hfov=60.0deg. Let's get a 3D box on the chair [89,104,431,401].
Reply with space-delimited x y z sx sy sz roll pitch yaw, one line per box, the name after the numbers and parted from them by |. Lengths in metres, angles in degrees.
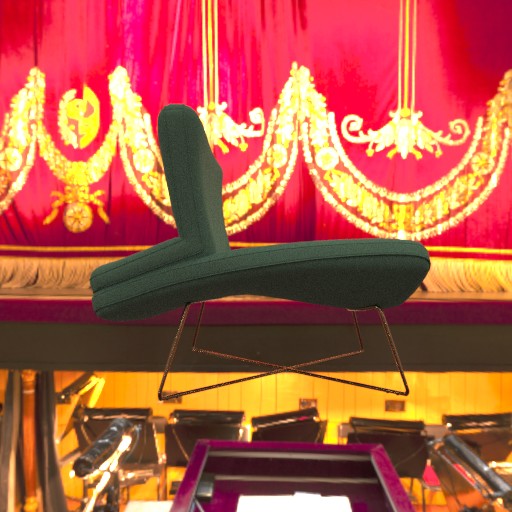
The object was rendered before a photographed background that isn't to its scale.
0.000 0.000 1.639 1.008 0.855 0.859 0 0 0 | chair
